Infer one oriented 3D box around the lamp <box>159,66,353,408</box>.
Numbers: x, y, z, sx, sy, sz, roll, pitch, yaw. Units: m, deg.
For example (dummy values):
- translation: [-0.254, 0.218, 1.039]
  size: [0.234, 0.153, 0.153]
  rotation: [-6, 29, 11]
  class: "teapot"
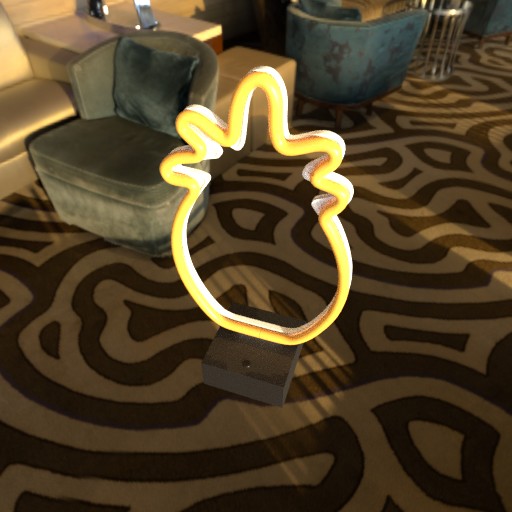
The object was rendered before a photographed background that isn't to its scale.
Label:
- translation: [0.000, 0.000, 0.389]
  size: [0.167, 0.317, 0.088]
  rotation: [13, 43, 14]
  class: "lamp"
